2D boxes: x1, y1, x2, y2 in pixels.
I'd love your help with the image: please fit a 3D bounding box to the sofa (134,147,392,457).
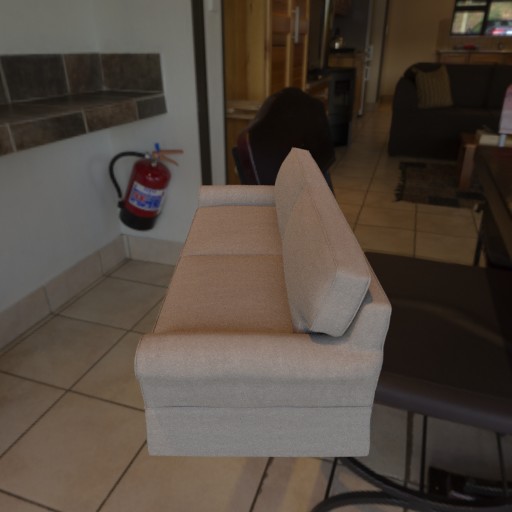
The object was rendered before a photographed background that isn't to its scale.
[{"bbox_3d":[0.000,0.000,2.680,0.991,0.943,2.248,0,25,0],"label":"sofa"}]
